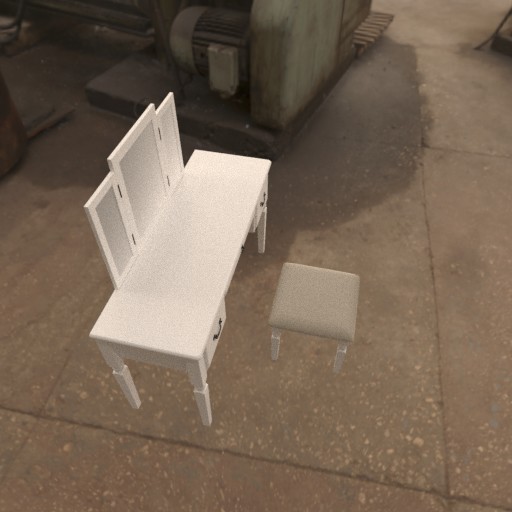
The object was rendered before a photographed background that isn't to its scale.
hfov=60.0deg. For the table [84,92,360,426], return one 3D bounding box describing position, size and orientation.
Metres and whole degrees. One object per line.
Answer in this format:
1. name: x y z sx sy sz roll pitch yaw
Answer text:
1. table: 0.000 0.000 2.264 1.115 1.310 1.369 10 48 9
